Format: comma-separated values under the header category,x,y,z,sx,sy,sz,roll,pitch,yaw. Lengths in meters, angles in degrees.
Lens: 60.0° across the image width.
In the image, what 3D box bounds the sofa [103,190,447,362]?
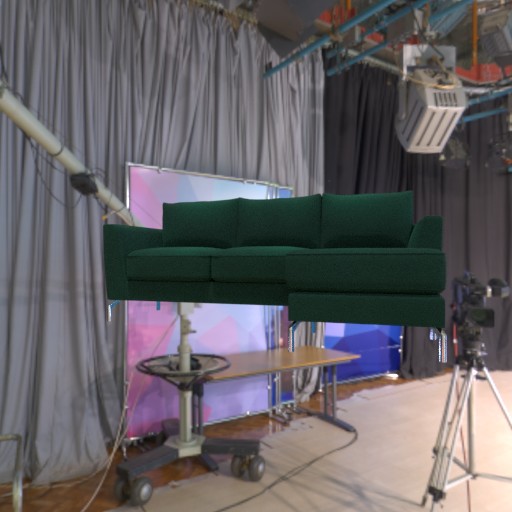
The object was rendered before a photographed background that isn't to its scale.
category,x,y,z,sx,sy,sz,roll,pitch,yaw
sofa,0.000,0.000,3.138,2.441,1.007,1.489,0,0,18
